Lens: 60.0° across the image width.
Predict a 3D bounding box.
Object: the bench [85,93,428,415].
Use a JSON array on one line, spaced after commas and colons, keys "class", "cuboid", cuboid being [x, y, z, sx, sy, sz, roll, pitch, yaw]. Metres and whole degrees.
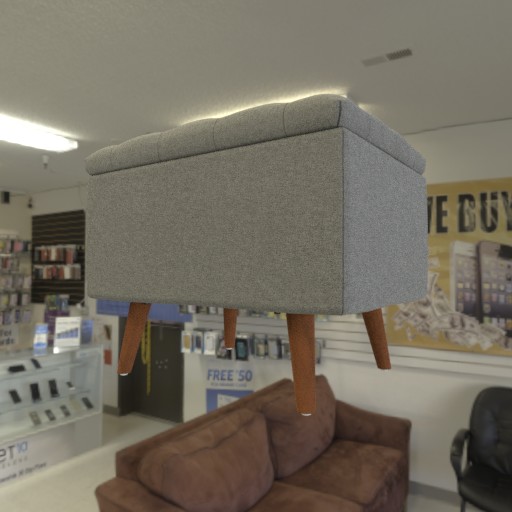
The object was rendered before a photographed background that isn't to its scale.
[{"class": "bench", "cuboid": [0.000, 0.000, 0.896, 0.572, 0.469, 0.417, -1, -2, 35]}]
